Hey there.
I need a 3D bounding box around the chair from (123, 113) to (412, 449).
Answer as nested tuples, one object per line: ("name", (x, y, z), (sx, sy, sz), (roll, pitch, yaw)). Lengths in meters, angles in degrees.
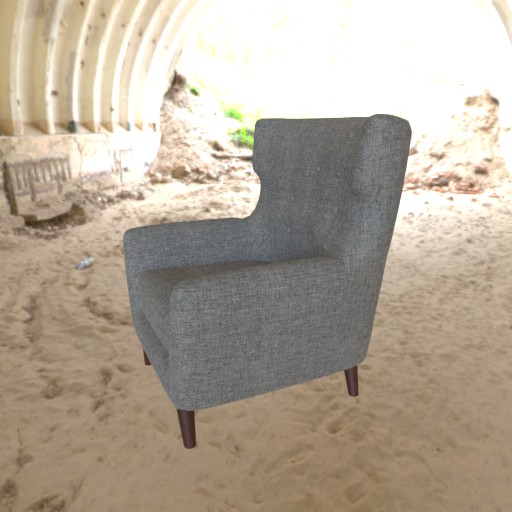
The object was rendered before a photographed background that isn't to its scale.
("chair", (0.000, 0.000, 1.759), (0.904, 1.063, 0.878), (-8, 18, -25))
